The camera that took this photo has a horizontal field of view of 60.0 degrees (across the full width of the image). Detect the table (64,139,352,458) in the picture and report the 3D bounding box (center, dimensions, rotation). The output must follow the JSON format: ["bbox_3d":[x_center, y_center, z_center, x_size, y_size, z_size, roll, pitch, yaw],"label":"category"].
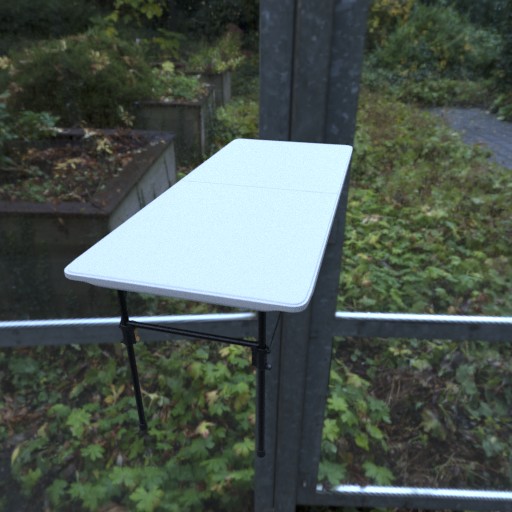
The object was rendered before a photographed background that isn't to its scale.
[{"bbox_3d":[0.000,0.000,2.205,0.761,0.719,1.829,7,28,13],"label":"table"}]
